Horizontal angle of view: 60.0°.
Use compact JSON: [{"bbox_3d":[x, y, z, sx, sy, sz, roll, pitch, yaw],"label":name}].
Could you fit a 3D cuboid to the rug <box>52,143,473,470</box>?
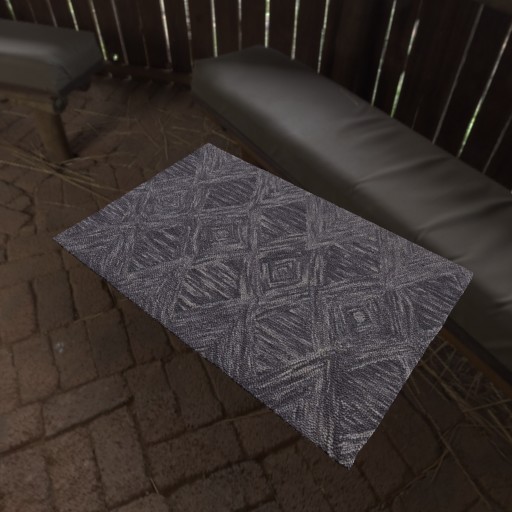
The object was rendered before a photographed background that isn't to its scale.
[{"bbox_3d":[0.000,0.000,2.255,1.814,0.012,1.186,31,54,26],"label":"rug"}]
